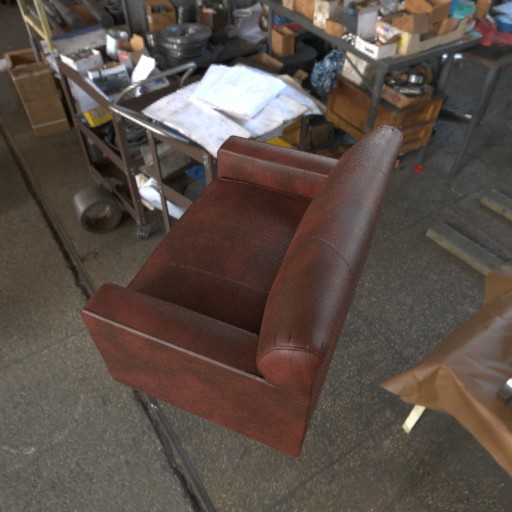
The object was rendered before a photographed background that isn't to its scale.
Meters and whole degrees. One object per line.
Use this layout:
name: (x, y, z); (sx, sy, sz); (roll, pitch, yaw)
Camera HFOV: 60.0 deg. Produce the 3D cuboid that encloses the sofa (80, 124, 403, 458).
sofa: (0.000, 0.000, 2.140); (1.000, 0.956, 1.413); (17, 49, 15)
